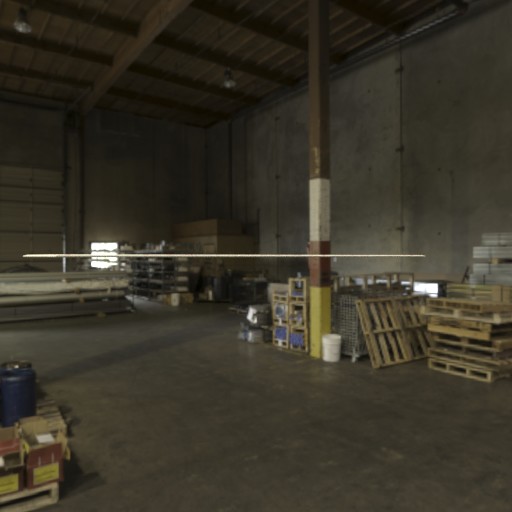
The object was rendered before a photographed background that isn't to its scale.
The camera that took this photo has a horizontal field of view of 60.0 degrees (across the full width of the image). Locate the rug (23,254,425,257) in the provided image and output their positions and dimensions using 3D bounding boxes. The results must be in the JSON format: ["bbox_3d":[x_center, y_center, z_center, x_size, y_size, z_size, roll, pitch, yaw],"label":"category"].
[{"bbox_3d":[0.000,0.000,2.437,2.196,0.011,0.662,0,0,-36],"label":"rug"}]
